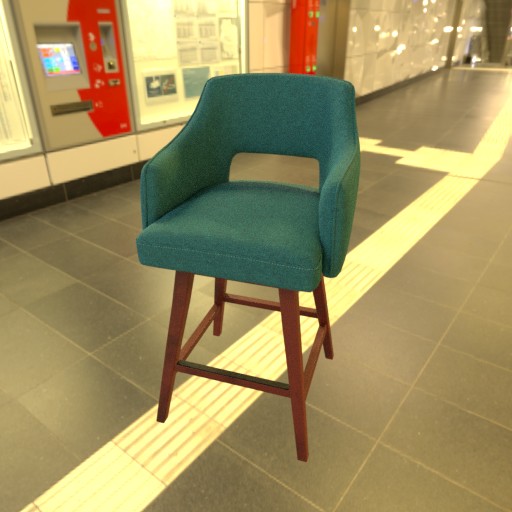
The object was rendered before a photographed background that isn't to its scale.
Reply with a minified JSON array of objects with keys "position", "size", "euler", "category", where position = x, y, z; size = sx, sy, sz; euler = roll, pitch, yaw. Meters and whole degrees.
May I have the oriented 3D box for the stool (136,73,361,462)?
[{"position":[0.000,0.000,1.312],"size":[0.548,0.961,0.556],"euler":[8,29,16],"category":"stool"}]
